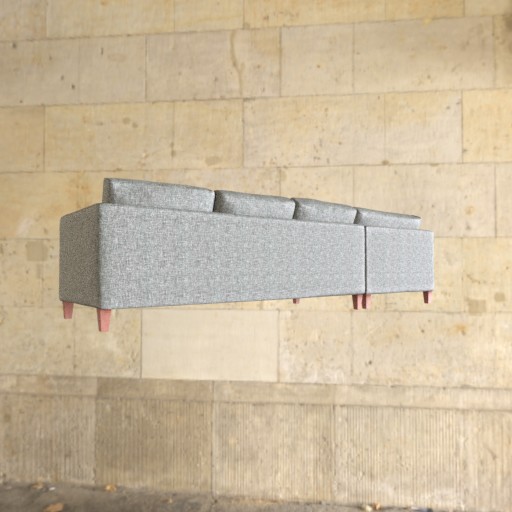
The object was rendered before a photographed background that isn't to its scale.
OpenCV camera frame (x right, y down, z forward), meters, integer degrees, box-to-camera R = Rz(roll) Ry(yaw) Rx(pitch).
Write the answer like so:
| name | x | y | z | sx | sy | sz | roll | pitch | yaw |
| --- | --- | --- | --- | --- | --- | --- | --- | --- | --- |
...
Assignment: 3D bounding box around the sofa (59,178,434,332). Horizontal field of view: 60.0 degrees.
| name | x | y | z | sx | sy | sz | roll | pitch | yaw |
| --- | --- | --- | --- | --- | --- | --- | --- | --- | --- |
| sofa | 0.000 | 0.000 | 4.201 | 3.485 | 0.960 | 1.635 | 1 | -2 | -37 |
